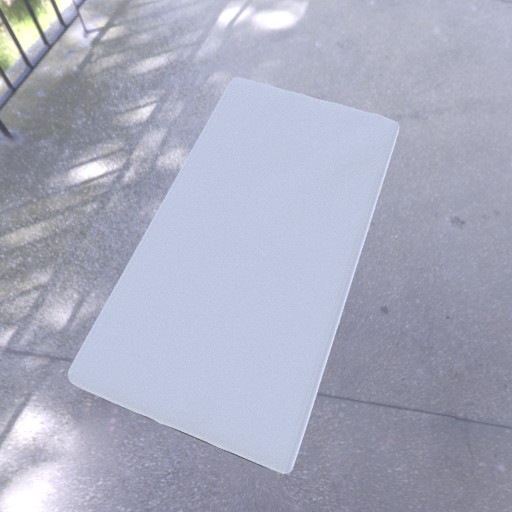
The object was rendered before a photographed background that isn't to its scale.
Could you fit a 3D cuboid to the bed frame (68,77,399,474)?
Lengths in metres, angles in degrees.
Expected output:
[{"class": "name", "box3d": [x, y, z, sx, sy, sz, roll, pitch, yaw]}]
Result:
[{"class": "bed frame", "box3d": [0.000, 0.000, 2.400, 1.025, 0.640, 1.908, 19, 66, 9]}]
